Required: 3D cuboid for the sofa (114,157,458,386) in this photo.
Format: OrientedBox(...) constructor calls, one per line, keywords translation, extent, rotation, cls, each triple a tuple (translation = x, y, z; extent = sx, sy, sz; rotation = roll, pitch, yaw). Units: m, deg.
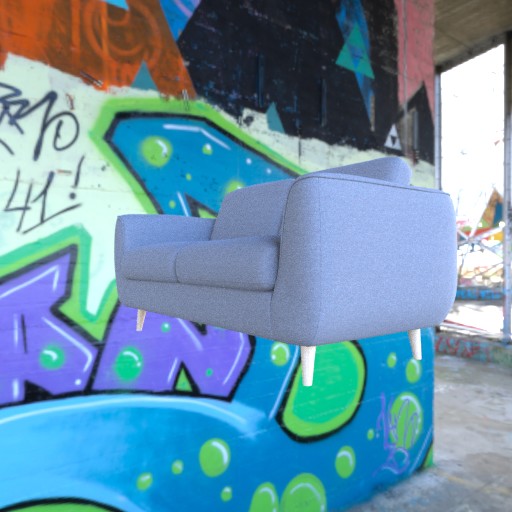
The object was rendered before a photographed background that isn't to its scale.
OrientedBox(translation=(0.000, 0.000, 2.184), extent=(0.920, 0.850, 1.700), rotation=(0, -1, -37), cls="sofa")
